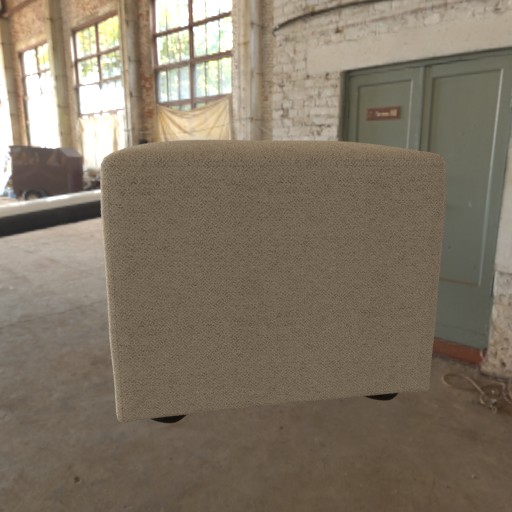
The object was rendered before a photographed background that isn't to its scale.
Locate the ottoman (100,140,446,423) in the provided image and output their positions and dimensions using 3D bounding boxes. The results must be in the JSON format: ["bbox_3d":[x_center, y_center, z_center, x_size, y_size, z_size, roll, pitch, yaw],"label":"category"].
[{"bbox_3d":[0.000,0.000,0.900,0.521,0.453,0.512,-2,13,-10],"label":"ottoman"}]
